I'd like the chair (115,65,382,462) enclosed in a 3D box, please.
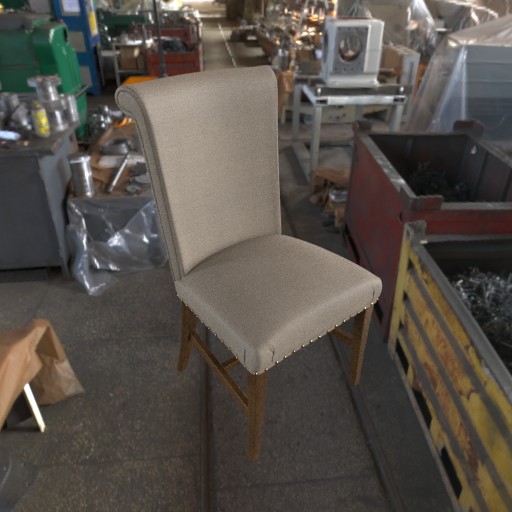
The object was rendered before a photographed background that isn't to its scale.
[{"bbox_3d":[0.000,0.000,1.365,0.513,0.988,0.608,-24,39,-32],"label":"chair"}]
